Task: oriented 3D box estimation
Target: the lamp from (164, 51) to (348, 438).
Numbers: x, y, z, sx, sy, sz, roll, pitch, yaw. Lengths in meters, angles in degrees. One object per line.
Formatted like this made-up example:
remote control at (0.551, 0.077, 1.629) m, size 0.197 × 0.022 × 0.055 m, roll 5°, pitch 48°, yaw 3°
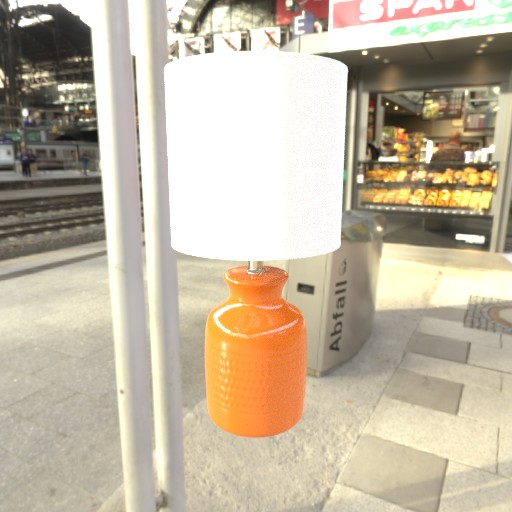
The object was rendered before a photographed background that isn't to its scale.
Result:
lamp at (0.000, 0.000, 1.120) m, size 0.418 × 0.871 × 0.418 m, roll 6°, pitch 14°, yaw 27°
